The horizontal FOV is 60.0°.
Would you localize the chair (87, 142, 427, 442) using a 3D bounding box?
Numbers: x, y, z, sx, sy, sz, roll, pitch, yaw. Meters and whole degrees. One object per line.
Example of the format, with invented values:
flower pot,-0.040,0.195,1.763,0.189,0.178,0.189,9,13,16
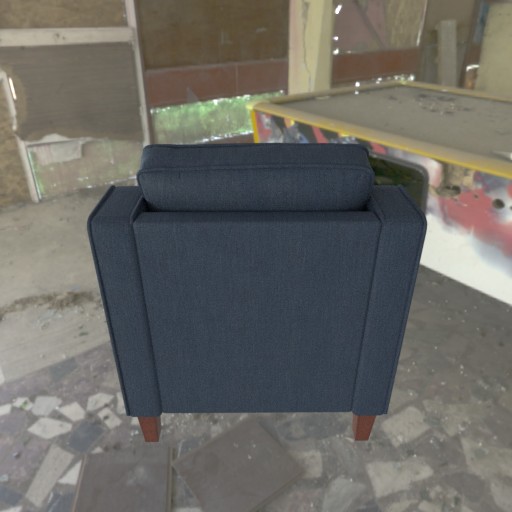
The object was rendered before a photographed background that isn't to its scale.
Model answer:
chair,0.000,0.000,1.623,0.831,0.960,0.909,0,29,0
